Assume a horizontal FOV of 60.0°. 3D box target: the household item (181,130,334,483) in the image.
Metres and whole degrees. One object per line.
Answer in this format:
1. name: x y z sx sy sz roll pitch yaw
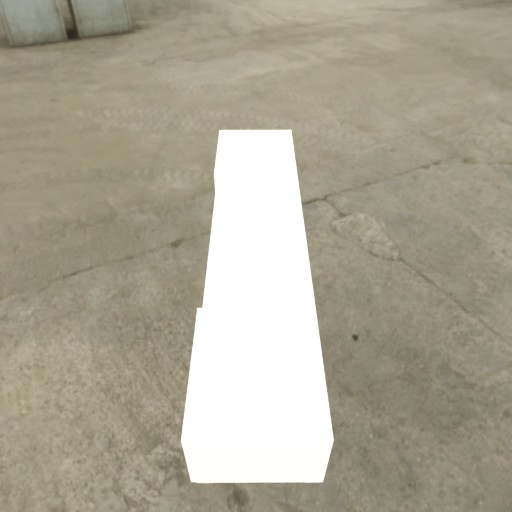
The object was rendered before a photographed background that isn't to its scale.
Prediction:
1. household item: 0.000 0.000 2.006 0.420 0.310 1.850 0 42 0
